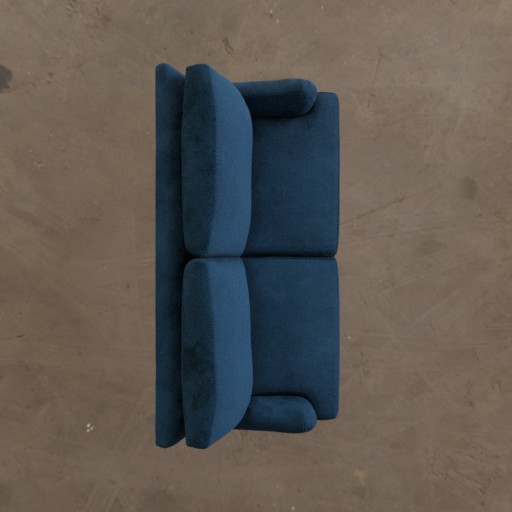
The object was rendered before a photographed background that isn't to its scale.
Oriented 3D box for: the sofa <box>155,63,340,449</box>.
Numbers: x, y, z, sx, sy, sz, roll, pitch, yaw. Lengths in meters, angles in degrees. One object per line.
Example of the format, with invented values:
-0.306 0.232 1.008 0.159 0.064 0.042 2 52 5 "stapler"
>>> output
0.000 0.000 2.812 1.084 1.101 2.141 0 90 0 "sofa"
